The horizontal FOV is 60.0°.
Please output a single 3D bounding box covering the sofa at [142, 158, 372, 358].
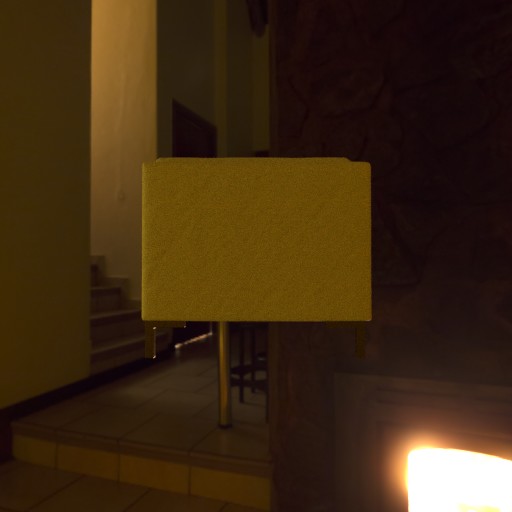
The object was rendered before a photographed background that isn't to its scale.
[{"bbox_3d":[0.000,0.000,2.508,0.796,0.705,2.102,0,-1,0],"label":"sofa"}]
